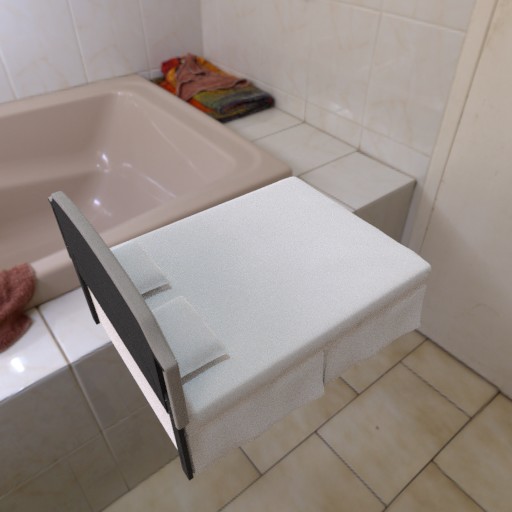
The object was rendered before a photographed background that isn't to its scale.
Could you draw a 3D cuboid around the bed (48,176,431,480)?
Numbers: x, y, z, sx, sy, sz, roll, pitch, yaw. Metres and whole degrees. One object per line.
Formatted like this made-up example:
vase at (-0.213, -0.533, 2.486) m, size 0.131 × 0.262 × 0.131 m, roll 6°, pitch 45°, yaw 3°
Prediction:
bed at (0.000, 0.000, 2.932) m, size 1.999 × 1.270 × 1.558 m, roll -25°, pitch 47°, yaw -27°
